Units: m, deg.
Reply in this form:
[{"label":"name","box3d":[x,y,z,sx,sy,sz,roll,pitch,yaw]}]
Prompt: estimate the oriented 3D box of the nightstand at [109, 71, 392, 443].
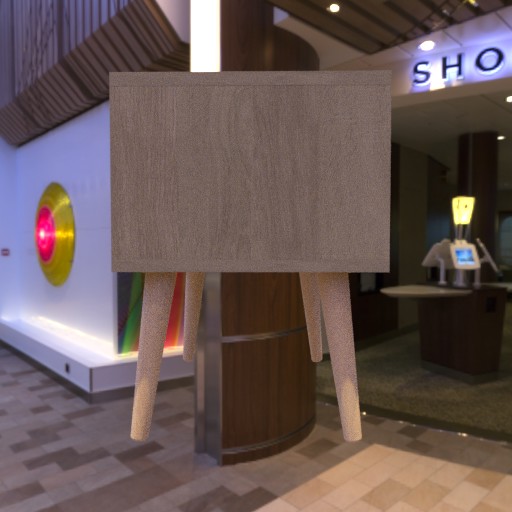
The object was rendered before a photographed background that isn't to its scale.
[{"label":"nightstand","box3d":[0.000,0.000,0.814,0.380,0.500,0.450,0,2,1]}]
